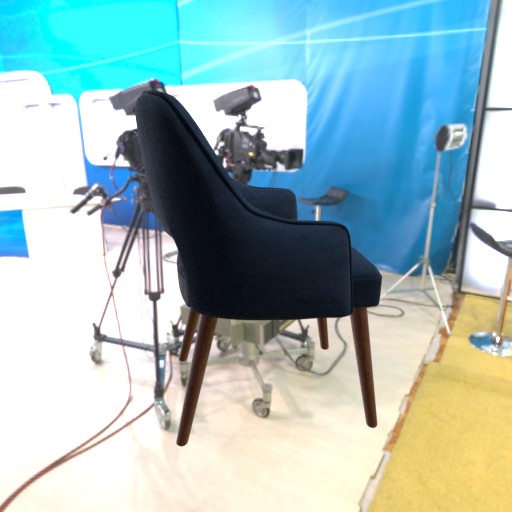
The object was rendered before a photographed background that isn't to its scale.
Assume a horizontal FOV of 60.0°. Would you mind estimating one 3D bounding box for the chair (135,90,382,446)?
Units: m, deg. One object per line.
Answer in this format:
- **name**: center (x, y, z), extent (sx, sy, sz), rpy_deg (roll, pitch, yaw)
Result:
- **chair**: center (0.000, 0.000, 1.225), extent (0.591, 0.844, 0.559), rpy_deg (-3, 17, -8)
